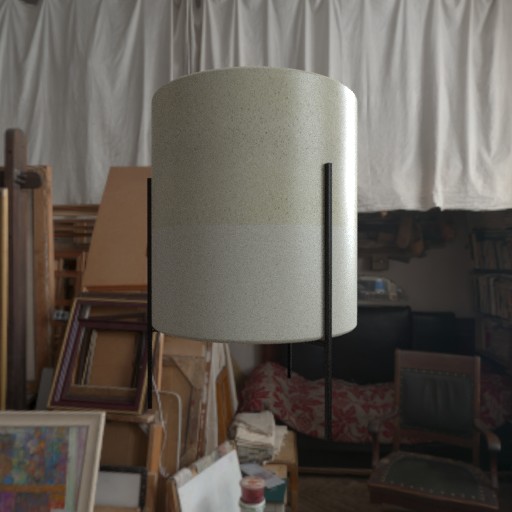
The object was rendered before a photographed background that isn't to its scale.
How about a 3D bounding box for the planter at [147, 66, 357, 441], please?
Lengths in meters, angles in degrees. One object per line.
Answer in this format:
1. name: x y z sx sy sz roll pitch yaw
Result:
1. planter: 0.000 0.000 0.714 0.324 0.483 0.333 0 1 -36
